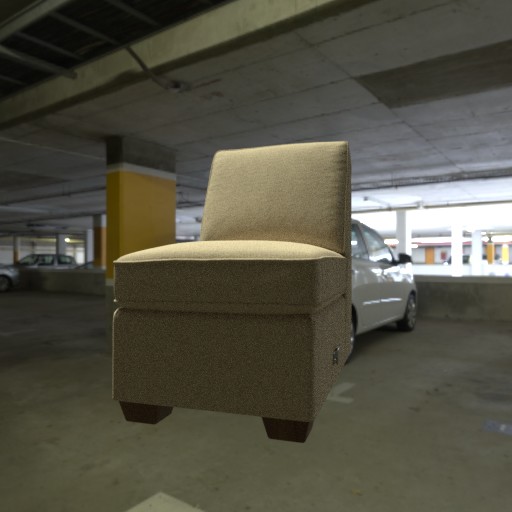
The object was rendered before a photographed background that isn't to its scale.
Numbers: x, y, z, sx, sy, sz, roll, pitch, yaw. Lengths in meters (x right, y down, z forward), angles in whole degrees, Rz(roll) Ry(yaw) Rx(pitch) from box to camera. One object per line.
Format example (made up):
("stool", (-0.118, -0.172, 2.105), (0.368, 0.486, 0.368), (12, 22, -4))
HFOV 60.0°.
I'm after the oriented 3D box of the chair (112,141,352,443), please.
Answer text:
("chair", (0.000, 0.000, 1.615), (0.621, 0.970, 0.938), (0, -1, 18))
